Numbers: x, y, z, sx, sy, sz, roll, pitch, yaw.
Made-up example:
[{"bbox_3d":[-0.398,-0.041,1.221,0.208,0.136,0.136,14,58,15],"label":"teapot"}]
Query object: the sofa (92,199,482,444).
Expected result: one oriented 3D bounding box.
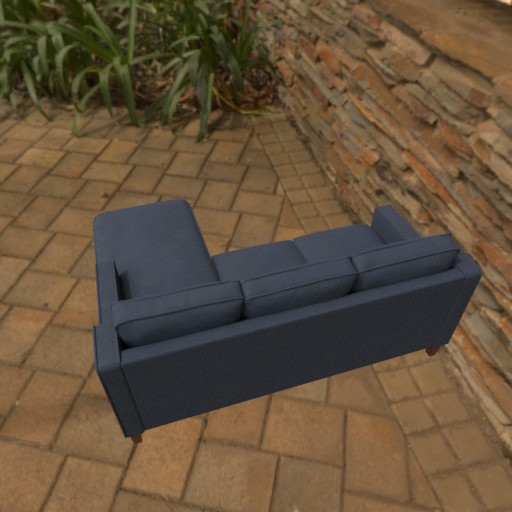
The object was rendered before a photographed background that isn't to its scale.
[{"bbox_3d":[0.000,0.000,3.316,2.317,1.066,1.858,-12,44,-13],"label":"sofa"}]
